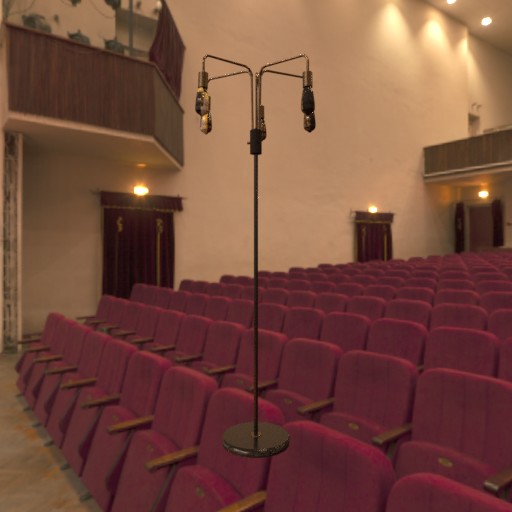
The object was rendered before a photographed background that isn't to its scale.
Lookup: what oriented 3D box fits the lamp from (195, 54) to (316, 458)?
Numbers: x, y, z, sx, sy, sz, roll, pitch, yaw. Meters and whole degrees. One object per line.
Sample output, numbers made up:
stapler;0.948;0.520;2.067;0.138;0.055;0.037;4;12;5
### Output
lamp;0.000;0.000;2.027;0.599;1.721;0.572;0;1;-36
